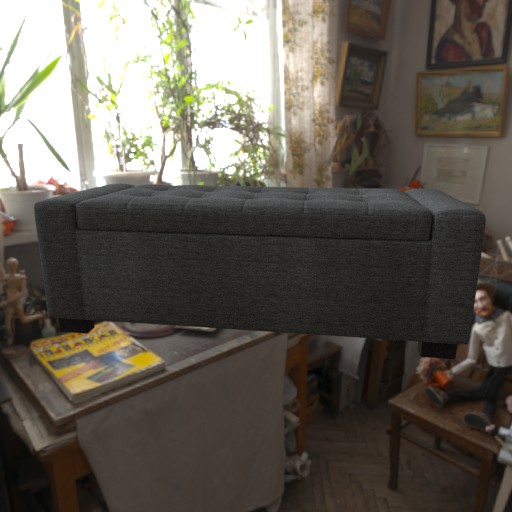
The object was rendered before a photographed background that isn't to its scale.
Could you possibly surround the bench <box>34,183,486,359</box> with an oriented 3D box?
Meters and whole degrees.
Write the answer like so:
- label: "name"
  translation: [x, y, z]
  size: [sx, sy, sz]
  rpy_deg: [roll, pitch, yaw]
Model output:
- label: "bench"
  translation: [0.000, 0.000, 1.534]
  size: [1.296, 0.445, 0.508]
  rpy_deg: [2, 16, 8]
